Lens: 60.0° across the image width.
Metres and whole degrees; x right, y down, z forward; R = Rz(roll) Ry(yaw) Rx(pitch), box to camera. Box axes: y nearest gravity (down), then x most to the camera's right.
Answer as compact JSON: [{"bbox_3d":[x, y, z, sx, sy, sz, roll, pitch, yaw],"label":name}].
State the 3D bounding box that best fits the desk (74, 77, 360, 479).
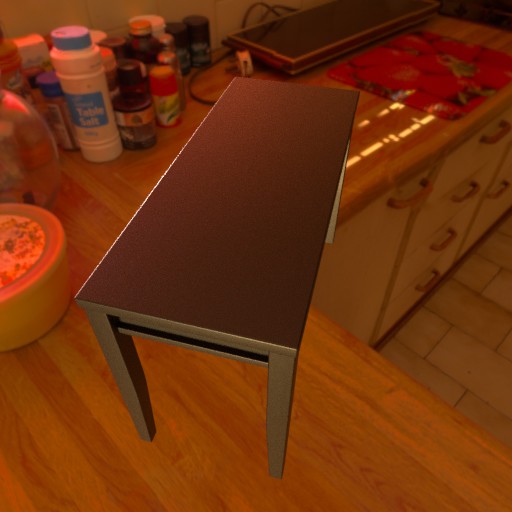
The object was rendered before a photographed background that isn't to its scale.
[{"bbox_3d":[0.000,0.000,1.626,0.508,0.775,1.220,11,46,11],"label":"desk"}]
